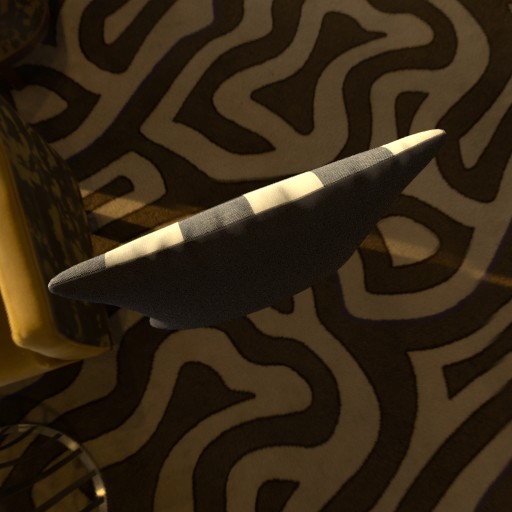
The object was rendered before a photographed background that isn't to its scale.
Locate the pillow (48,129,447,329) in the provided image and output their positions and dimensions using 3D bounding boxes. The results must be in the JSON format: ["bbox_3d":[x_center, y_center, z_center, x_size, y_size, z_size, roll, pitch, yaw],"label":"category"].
[{"bbox_3d":[0.000,0.000,0.769,0.511,0.509,0.161,-22,78,-5],"label":"pillow"}]
